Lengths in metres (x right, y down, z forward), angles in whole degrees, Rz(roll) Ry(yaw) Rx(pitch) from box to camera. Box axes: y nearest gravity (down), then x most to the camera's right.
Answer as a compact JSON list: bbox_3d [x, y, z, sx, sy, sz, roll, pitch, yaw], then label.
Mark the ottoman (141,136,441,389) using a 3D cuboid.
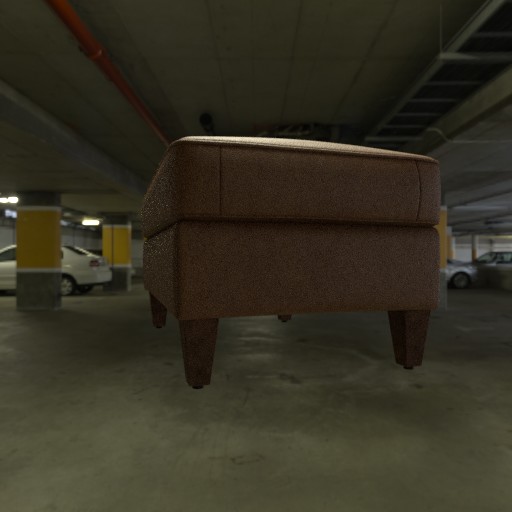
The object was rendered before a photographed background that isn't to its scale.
[{"bbox_3d":[0.000,0.000,1.220,0.584,0.483,0.864,0,0,-18],"label":"ottoman"}]
